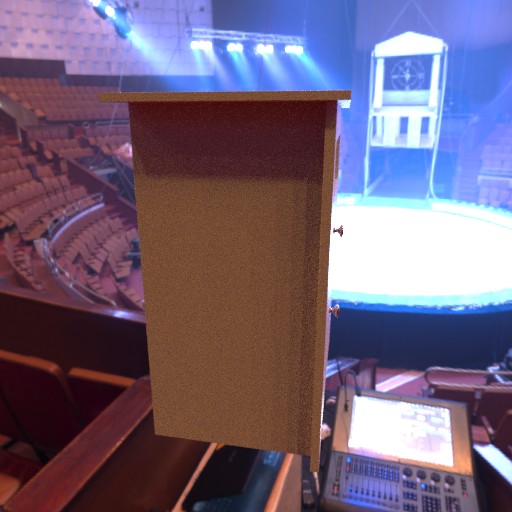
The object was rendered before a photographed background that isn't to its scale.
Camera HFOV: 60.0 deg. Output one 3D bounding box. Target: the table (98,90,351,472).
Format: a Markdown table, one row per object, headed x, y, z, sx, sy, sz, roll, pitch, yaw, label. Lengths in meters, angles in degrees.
| x | y | z | sx | sy | sz | roll | pitch | yaw | label |
| --- | --- | --- | --- | --- | --- | --- | --- | --- | --- |
| 0.000 | 0.000 | 1.064 | 0.406 | 0.711 | 0.589 | 3 | 18 | 11 | table |
